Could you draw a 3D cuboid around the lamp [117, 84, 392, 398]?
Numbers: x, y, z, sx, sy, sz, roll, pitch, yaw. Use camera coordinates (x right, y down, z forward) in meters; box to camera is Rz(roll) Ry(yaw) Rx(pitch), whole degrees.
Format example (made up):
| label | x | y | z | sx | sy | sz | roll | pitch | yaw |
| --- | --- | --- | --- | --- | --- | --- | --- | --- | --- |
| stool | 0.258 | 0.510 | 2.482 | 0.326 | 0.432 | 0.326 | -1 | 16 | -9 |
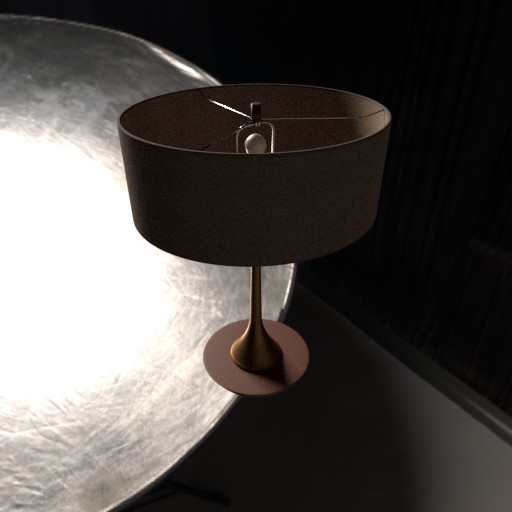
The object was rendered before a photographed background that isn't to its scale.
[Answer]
| label | x | y | z | sx | sy | sz | roll | pitch | yaw |
| --- | --- | --- | --- | --- | --- | --- | --- | --- | --- |
| lamp | 0.000 | 0.000 | 0.824 | 0.417 | 0.551 | 0.396 | -20 | 37 | -29 |
